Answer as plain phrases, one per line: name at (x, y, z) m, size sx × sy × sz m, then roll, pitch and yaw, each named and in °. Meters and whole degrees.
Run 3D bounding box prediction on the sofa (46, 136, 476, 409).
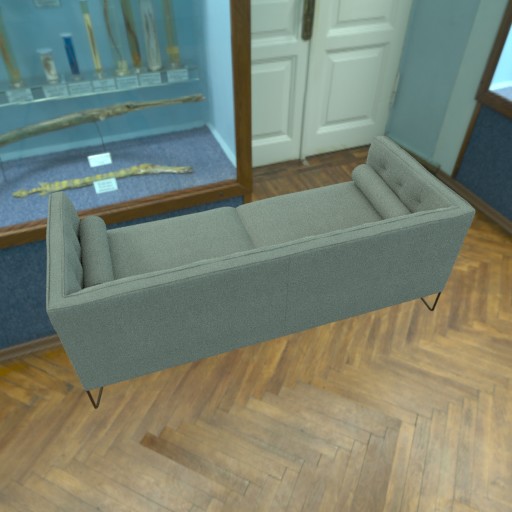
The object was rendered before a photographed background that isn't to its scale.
sofa at (0.000, 0.000, 2.561) m, size 2.079 × 0.798 × 0.912 m, roll -13°, pitch 44°, yaw -14°
